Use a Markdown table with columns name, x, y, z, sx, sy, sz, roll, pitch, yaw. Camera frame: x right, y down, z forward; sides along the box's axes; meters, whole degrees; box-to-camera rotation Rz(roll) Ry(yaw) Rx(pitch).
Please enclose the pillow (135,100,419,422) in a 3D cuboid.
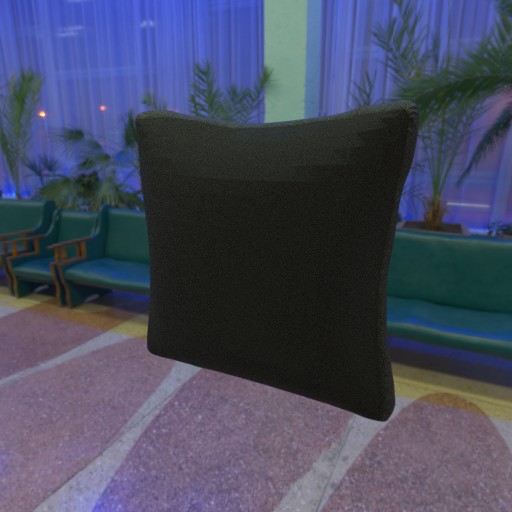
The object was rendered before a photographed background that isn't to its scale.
| name | x | y | z | sx | sy | sz | roll | pitch | yaw |
| --- | --- | --- | --- | --- | --- | --- | --- | --- | --- |
| pillow | 0.000 | 0.000 | 0.807 | 0.533 | 0.523 | 0.210 | 8 | 18 | 26 |
